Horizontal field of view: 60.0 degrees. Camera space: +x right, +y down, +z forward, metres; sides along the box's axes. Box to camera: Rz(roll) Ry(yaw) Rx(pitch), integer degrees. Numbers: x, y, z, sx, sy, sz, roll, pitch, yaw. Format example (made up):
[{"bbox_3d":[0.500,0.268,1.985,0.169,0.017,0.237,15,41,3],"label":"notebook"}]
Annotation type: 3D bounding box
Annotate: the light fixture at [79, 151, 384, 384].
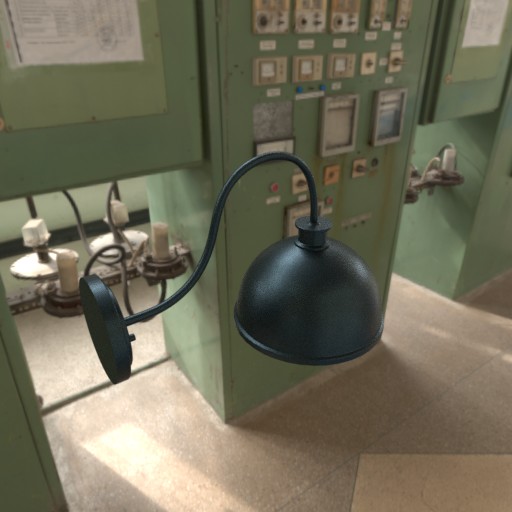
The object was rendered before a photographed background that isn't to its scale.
[{"bbox_3d":[0.000,0.000,0.639,0.467,0.295,0.253,-18,32,-30],"label":"light fixture"}]
